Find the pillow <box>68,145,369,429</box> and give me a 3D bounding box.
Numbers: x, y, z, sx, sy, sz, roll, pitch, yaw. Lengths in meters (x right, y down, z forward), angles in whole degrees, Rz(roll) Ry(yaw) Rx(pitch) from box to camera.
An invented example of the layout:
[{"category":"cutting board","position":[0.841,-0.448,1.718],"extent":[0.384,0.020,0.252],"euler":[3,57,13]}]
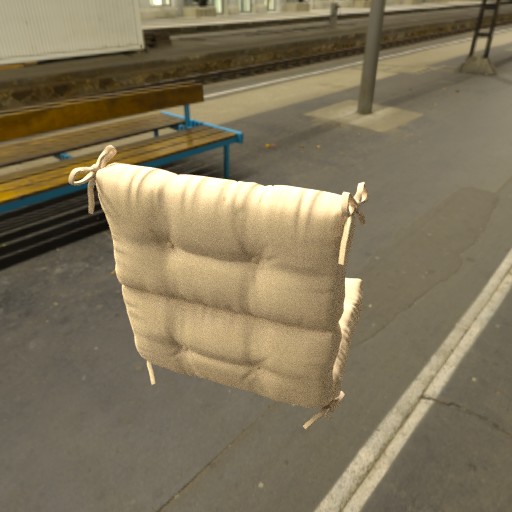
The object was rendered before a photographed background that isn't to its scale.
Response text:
[{"category":"pillow","position":[0.000,0.000,1.047],"extent":[0.519,0.605,0.571],"euler":[11,33,17]}]
